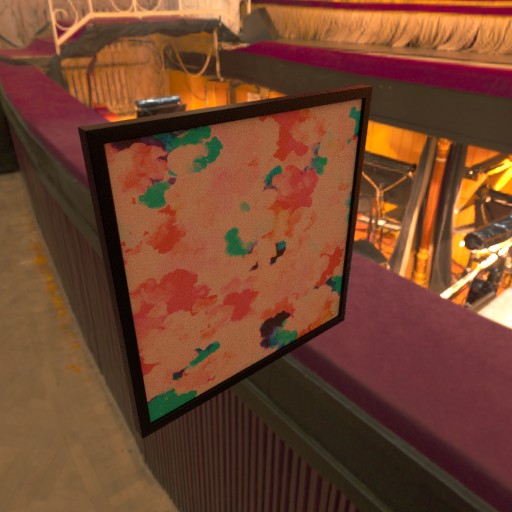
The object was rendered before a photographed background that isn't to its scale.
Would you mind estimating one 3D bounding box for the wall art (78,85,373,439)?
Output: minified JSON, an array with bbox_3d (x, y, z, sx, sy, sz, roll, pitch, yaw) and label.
[{"bbox_3d":[0.000,0.000,1.135,0.756,0.755,0.036,-22,36,-34],"label":"wall art"}]
